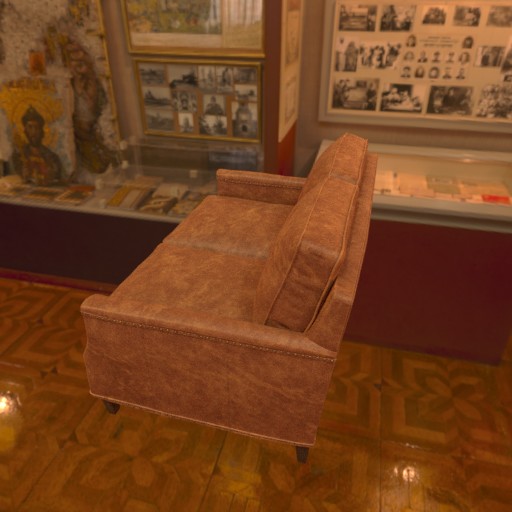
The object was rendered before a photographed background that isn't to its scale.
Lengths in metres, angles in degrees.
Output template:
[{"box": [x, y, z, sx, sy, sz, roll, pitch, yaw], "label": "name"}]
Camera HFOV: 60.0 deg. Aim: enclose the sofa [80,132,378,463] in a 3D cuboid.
[{"box": [0.000, 0.000, 2.286, 1.084, 1.003, 1.597, 8, 32, 14], "label": "sofa"}]
